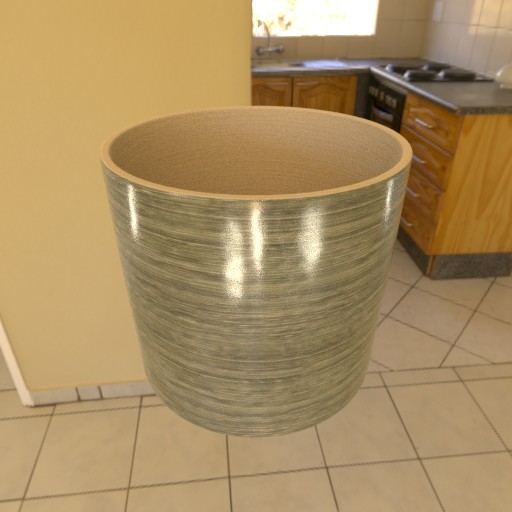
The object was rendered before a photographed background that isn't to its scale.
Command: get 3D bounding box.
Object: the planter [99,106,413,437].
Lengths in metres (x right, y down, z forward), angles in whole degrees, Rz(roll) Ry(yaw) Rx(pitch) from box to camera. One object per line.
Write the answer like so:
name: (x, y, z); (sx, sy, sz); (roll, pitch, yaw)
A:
planter: (0.000, 0.000, 0.378); (0.221, 0.201, 0.221); (0, 31, 0)
